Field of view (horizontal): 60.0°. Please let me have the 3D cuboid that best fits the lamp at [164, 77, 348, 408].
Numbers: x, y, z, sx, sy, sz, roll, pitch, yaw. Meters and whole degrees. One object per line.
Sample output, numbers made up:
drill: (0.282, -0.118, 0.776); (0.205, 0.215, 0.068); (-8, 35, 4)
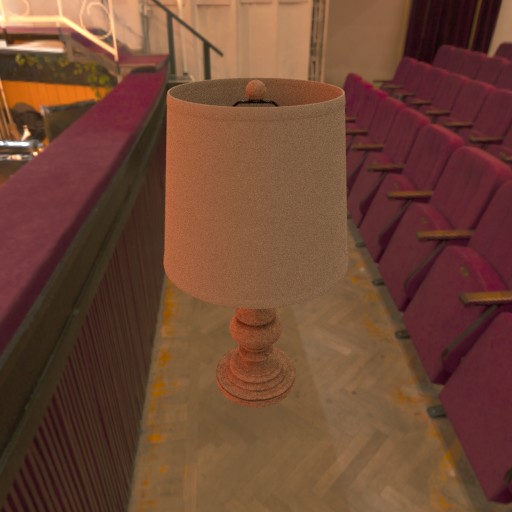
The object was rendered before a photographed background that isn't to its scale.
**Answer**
lamp: (0.000, 0.000, 0.667); (0.273, 0.497, 0.273); (0, 30, 0)
